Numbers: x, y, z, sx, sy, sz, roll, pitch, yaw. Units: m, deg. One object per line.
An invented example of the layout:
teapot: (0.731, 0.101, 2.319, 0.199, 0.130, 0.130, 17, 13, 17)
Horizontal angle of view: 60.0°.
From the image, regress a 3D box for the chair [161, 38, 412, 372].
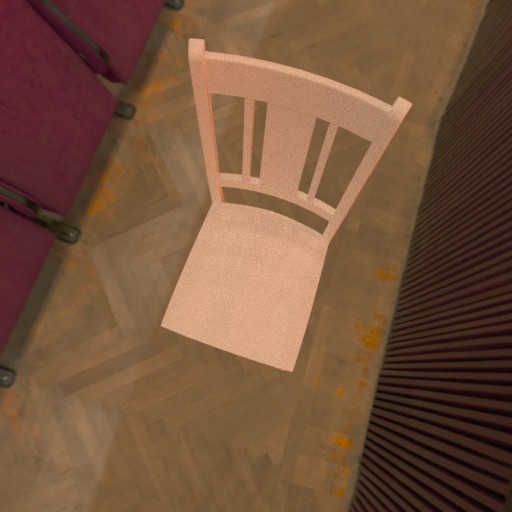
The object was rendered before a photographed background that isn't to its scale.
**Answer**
chair: (0.000, 0.000, 1.273, 0.450, 0.998, 0.555, 18, 76, 5)
